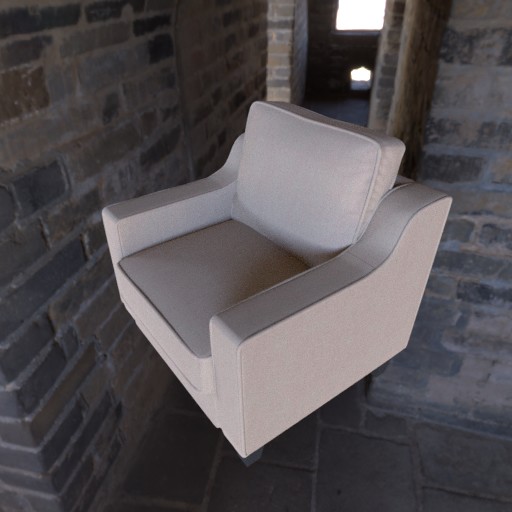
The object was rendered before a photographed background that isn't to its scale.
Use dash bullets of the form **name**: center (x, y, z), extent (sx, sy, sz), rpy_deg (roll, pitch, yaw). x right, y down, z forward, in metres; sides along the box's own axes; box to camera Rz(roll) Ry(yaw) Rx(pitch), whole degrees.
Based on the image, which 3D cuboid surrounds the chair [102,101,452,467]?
- **chair**: center (0.000, 0.000, 1.648), extent (0.882, 0.948, 0.922), rpy_deg (-22, 39, -30)
